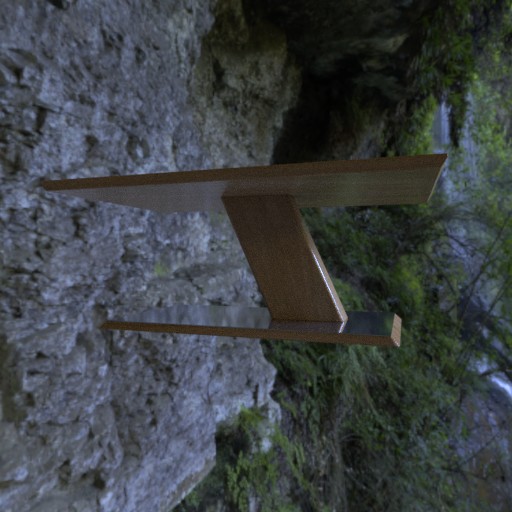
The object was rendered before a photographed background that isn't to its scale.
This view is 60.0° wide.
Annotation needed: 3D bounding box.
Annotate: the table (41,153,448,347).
[{"bbox_3d":[0.000,0.000,1.453,1.100,0.441,0.692,0,0,19],"label":"table"}]
